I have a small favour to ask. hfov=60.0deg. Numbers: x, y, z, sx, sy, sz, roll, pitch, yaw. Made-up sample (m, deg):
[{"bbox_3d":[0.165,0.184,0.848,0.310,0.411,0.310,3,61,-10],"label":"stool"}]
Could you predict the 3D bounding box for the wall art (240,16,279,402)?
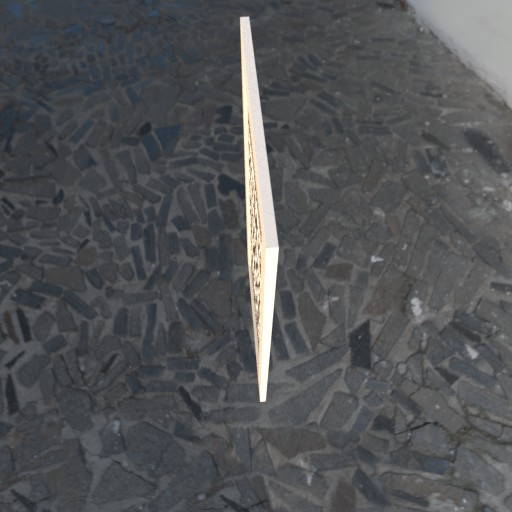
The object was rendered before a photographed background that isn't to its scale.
[{"bbox_3d":[0.000,0.000,0.821,0.013,0.683,0.380,-4,60,-2],"label":"wall art"}]
